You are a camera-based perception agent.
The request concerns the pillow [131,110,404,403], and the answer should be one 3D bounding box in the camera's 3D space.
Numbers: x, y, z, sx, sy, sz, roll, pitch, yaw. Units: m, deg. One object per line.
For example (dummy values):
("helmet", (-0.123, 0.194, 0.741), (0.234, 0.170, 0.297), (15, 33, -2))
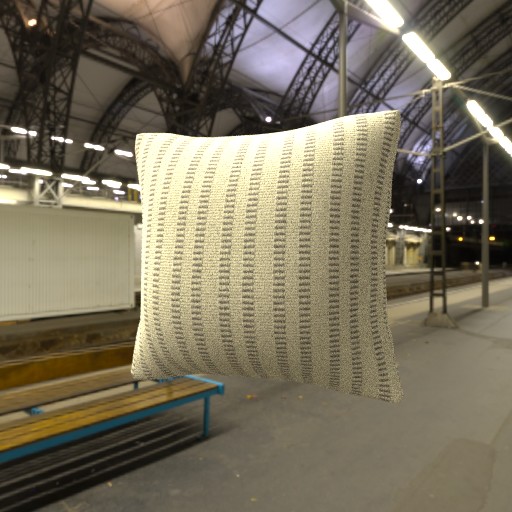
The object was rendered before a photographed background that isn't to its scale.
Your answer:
("pillow", (0.000, 0.000, 0.694), (0.438, 0.419, 0.247), (0, 0, 17))
